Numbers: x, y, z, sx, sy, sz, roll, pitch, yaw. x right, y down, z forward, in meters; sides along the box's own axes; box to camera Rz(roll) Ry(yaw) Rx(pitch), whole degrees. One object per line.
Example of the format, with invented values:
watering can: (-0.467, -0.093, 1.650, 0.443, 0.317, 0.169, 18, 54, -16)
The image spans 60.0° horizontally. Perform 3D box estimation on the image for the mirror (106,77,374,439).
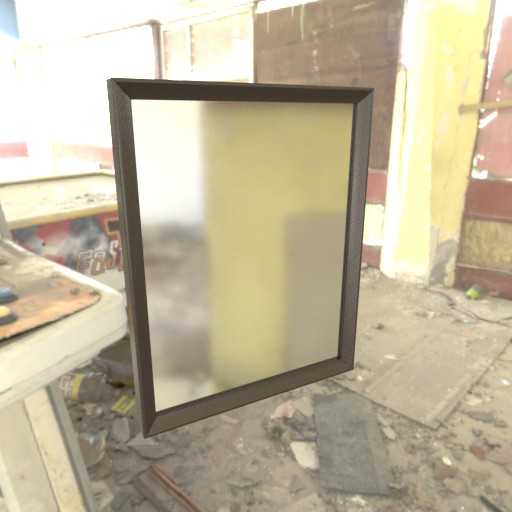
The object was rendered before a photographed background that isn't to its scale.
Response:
mirror: (0.000, 0.000, 0.702, 0.406, 0.509, 0.041, -9, 20, -27)
